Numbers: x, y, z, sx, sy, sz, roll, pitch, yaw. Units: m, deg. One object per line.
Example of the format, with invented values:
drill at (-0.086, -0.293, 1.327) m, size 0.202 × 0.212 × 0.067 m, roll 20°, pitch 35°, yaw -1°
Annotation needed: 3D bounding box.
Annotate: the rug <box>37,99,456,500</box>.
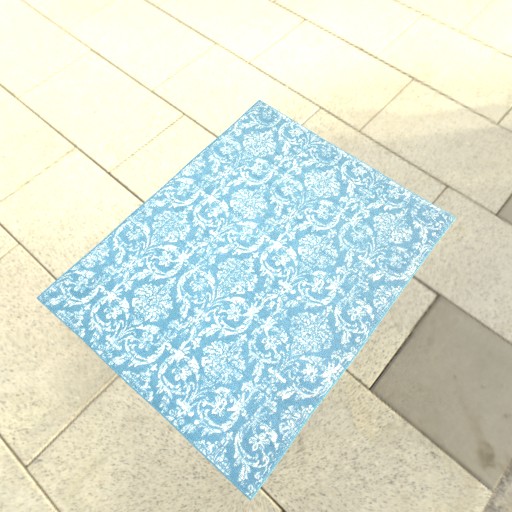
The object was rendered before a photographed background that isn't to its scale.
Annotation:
rug at (0.000, 0.000, 3.931) m, size 2.363 × 0.012 × 2.980 m, roll 36°, pitch 69°, yaw 17°
